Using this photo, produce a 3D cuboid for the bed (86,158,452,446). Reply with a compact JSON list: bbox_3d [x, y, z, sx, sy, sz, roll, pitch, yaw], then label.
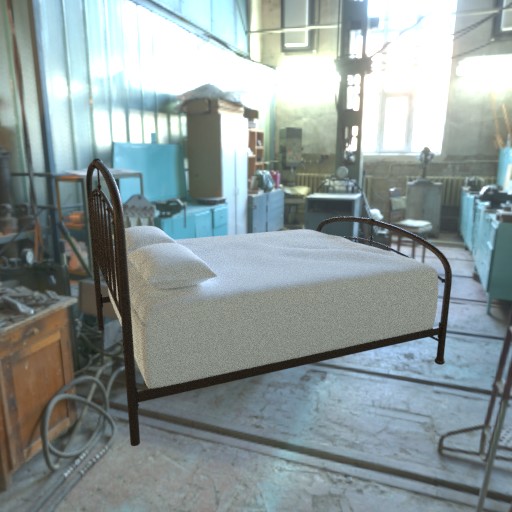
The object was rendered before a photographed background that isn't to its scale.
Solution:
[{"bbox_3d":[0.000,0.000,3.282,2.180,1.425,1.711,-6,15,-24],"label":"bed"}]
